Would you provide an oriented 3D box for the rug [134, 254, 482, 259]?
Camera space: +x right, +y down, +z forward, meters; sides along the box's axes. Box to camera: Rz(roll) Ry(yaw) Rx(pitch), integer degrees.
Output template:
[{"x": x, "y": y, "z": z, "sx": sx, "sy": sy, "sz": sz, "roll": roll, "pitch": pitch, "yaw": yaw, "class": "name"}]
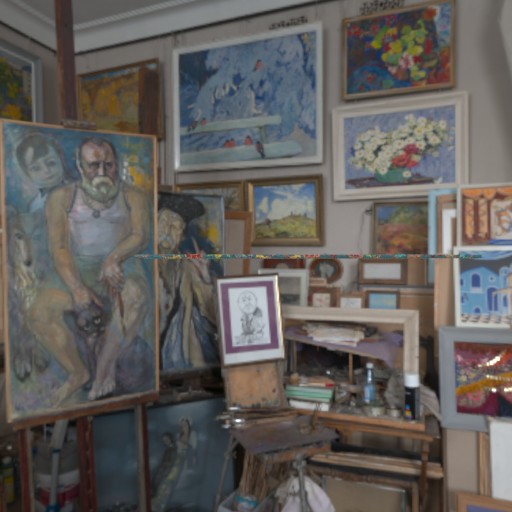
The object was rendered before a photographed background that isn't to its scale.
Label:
[{"x": 0.000, "y": 0.000, "z": 2.354, "sx": 1.216, "sy": 0.014, "sz": 1.836, "roll": 0, "pitch": 0, "yaw": -16, "class": "rug"}]
